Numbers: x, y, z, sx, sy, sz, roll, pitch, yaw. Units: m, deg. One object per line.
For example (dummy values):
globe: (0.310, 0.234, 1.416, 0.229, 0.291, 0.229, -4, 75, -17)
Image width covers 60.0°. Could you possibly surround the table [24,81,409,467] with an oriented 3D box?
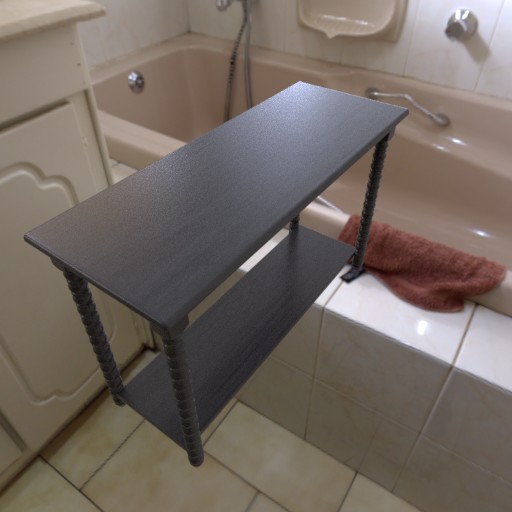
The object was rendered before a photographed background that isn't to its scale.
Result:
table: (0.000, 0.000, 1.502, 0.459, 0.735, 1.184, 26, 47, 26)
